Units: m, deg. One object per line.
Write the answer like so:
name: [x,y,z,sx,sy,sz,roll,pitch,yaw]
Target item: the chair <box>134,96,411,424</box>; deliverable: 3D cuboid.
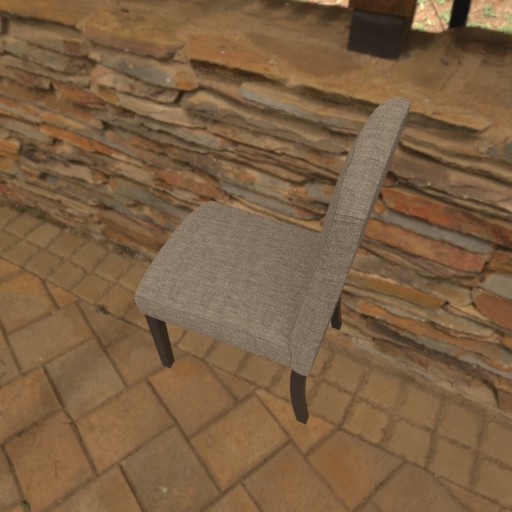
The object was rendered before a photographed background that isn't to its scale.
chair: [0.000,0.000,1.243,0.580,0.917,0.451,17,49,16]
